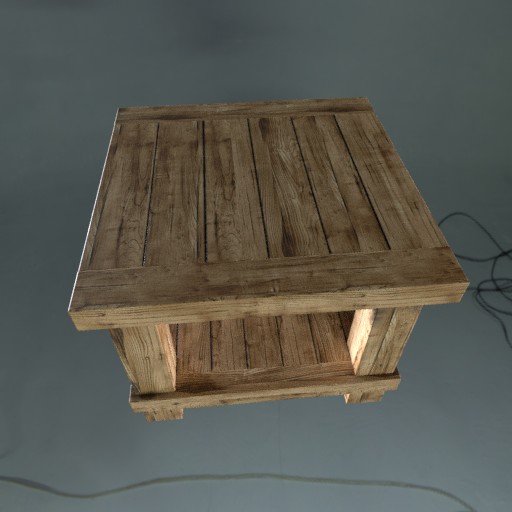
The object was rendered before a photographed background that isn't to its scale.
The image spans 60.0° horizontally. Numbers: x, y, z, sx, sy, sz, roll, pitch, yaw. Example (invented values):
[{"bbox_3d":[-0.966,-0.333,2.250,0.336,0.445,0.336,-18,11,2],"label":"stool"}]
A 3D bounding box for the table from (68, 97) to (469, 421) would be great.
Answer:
[{"bbox_3d":[0.000,0.000,1.042,0.610,0.457,0.610,-4,46,-4],"label":"table"}]
